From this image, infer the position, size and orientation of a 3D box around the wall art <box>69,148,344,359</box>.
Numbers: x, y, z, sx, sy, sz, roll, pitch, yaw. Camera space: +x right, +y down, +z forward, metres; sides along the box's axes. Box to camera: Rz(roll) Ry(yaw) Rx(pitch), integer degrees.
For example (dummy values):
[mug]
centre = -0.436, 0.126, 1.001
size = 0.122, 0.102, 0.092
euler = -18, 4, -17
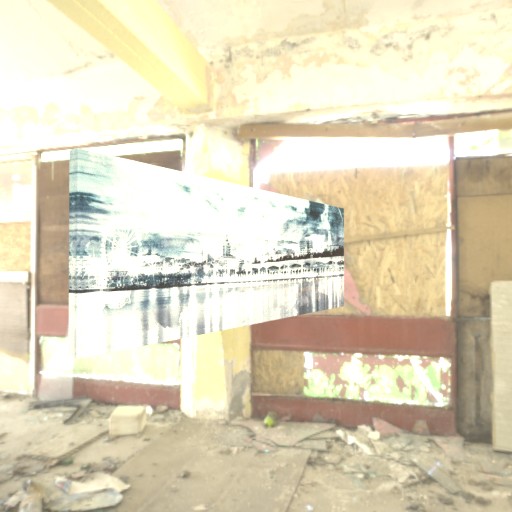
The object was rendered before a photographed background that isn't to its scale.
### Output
[wall art]
centre = 0.000, 0.000, 1.694
size = 0.037, 0.509, 1.524
euler = 0, -1, 36
